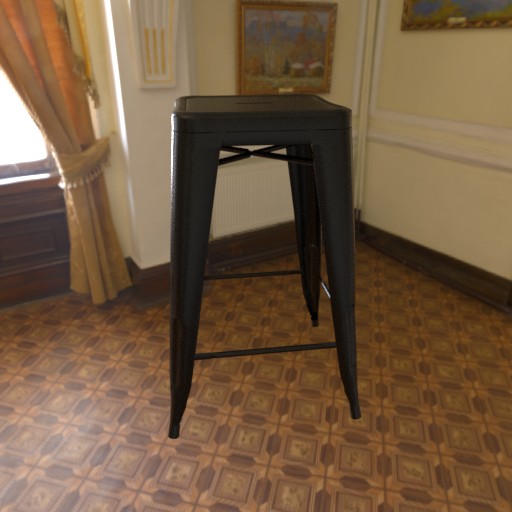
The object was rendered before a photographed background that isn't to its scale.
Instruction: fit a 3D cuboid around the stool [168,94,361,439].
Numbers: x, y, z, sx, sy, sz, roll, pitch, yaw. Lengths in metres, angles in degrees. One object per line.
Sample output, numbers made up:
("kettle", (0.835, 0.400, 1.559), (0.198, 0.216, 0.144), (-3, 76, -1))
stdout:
("stool", (0.000, 0.000, 0.920), (0.455, 0.609, 0.423), (-8, 27, -17))
